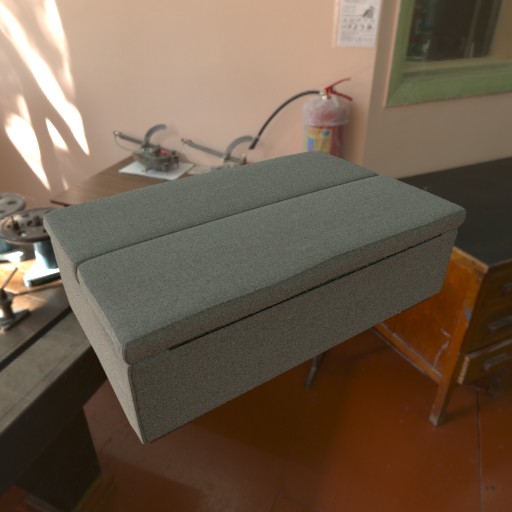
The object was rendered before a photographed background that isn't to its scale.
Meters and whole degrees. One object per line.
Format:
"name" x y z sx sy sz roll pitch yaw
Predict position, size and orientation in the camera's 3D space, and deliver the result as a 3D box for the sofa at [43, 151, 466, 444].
"sofa" 0.000 0.000 1.624 1.250 0.434 0.817 -19 36 -28
